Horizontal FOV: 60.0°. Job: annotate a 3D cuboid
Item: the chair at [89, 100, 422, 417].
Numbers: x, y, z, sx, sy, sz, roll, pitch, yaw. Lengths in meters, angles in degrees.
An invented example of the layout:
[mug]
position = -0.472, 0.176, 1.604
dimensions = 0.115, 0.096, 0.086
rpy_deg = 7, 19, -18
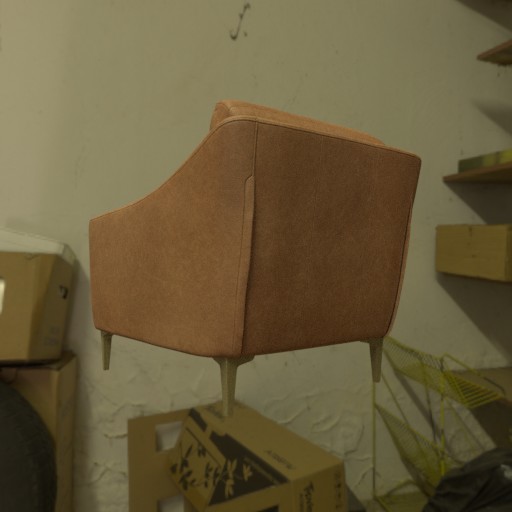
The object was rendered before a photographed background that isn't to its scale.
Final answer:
[chair]
position = 0.000, 0.000, 1.658
dimensions = 0.988, 0.895, 0.963
rpy_deg = 1, -1, -35
